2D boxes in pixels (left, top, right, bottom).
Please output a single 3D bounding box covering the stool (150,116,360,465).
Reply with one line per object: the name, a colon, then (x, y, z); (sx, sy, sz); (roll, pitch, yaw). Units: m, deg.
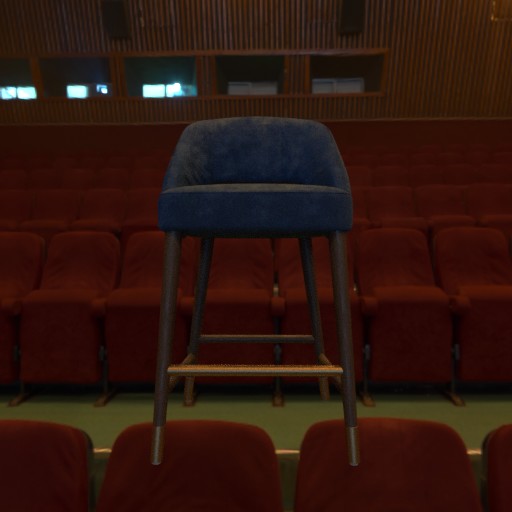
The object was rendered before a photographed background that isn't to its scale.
stool: (0.000, 0.000, 1.237); (0.536, 0.925, 0.524); (0, 0, 1)
